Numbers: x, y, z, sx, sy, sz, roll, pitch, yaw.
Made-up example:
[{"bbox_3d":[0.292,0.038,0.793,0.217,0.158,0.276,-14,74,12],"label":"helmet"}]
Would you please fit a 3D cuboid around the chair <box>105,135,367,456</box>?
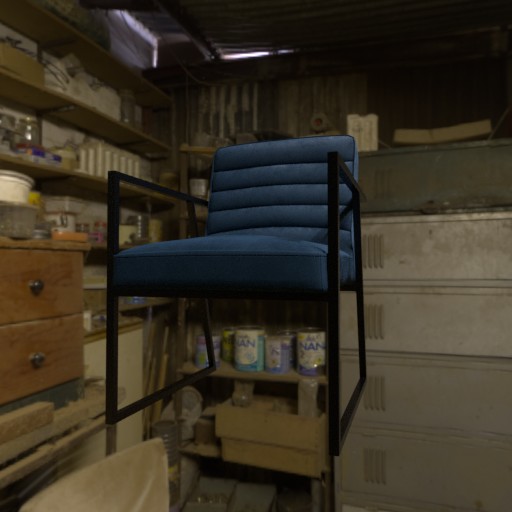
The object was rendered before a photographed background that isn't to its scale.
[{"bbox_3d":[0.000,0.000,1.289,0.571,0.833,0.677,-1,-2,19],"label":"chair"}]
